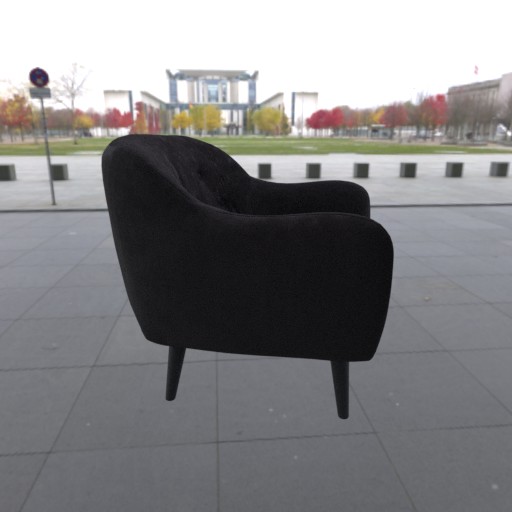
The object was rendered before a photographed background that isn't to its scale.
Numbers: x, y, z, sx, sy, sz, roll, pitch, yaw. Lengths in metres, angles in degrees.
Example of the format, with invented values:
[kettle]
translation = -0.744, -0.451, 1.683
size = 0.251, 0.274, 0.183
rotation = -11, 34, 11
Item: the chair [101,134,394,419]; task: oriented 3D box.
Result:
[chair]
translation = 0.000, 0.000, 1.521
size = 0.819, 0.807, 0.840
rotation = 3, 16, 9
